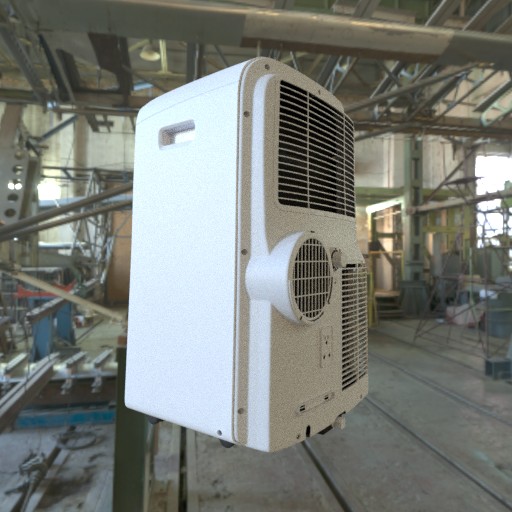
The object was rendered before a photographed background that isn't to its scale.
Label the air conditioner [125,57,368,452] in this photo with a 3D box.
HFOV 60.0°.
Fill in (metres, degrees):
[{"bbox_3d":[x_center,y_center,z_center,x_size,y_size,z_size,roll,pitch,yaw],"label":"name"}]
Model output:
[{"bbox_3d":[0.000,0.000,1.070,0.467,0.765,0.478,0,0,35],"label":"air conditioner"}]
